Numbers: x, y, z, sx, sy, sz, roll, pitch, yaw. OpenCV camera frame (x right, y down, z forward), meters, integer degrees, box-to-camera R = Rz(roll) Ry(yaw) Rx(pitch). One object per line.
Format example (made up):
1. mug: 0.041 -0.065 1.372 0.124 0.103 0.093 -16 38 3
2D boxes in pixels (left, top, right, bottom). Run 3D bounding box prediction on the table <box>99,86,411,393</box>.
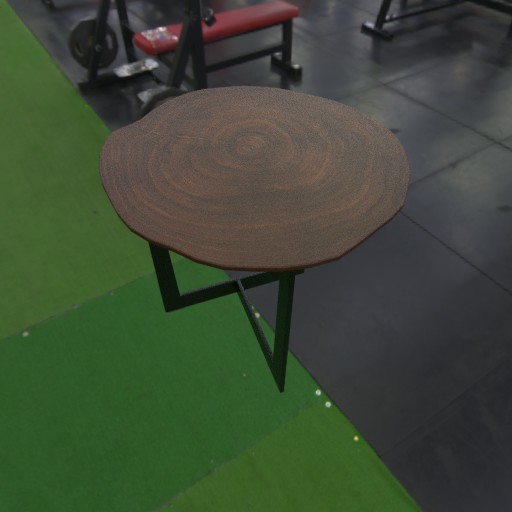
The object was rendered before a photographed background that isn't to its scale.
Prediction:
1. table: 0.000 0.000 0.885 0.477 0.476 0.494 -23 51 -21
